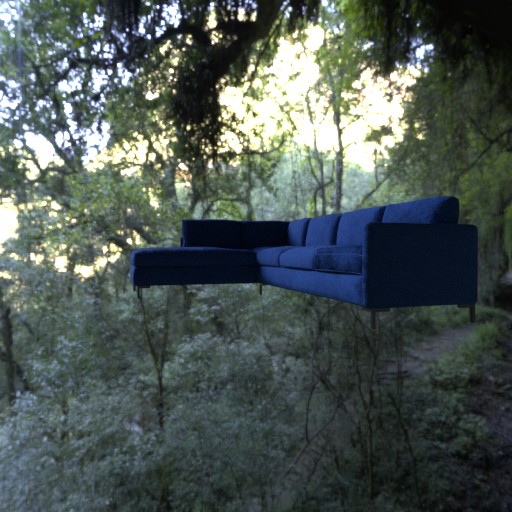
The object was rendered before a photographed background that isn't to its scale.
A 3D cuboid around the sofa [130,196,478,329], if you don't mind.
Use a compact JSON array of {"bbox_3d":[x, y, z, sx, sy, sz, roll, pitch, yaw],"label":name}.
[{"bbox_3d":[0.000,0.000,3.846,2.007,0.815,2.949,0,1,-18],"label":"sofa"}]
